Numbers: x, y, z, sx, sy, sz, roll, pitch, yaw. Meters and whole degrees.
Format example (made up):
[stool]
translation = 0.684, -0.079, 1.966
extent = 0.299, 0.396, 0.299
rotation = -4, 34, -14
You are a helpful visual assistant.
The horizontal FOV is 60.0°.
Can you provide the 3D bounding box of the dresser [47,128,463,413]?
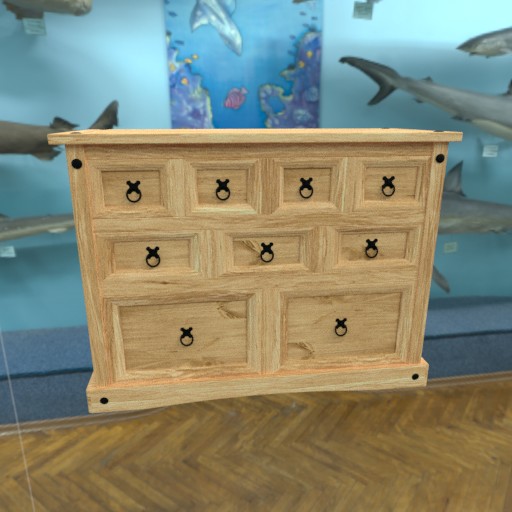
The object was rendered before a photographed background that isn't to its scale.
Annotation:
[dresser]
translation = 0.000, 0.000, 1.349
extent = 0.990, 0.740, 0.410
rotation = -2, 18, -7
